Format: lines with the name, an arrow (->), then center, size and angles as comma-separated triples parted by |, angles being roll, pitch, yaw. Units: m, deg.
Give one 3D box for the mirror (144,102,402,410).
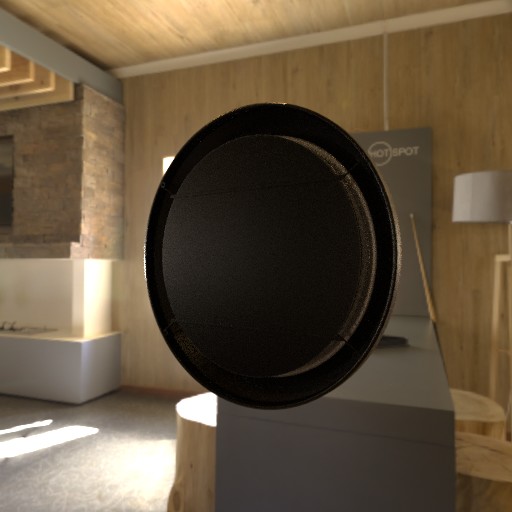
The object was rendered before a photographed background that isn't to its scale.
mirror -> 0.000, 0.000, 1.374 | 0.907, 0.907, 0.111 | 0, -1, 35
